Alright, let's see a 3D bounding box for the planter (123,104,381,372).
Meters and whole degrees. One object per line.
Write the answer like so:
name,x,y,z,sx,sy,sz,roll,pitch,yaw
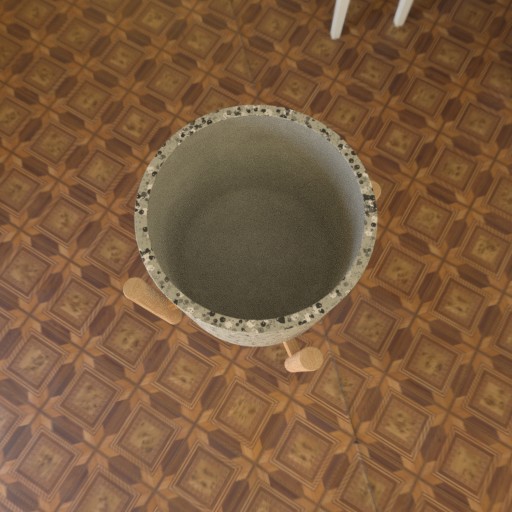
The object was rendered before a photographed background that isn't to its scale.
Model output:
planter,0.000,0.000,0.560,0.284,0.320,0.284,-1,75,0
